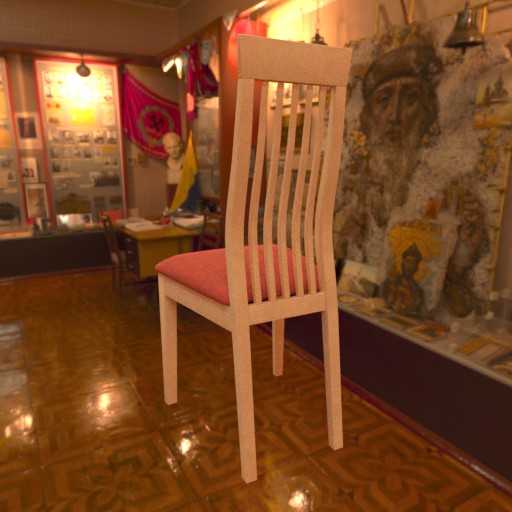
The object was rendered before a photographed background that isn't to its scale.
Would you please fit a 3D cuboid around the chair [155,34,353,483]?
[{"bbox_3d":[0.000,0.000,1.242,0.460,1.027,0.474,-7,15,-27],"label":"chair"}]
